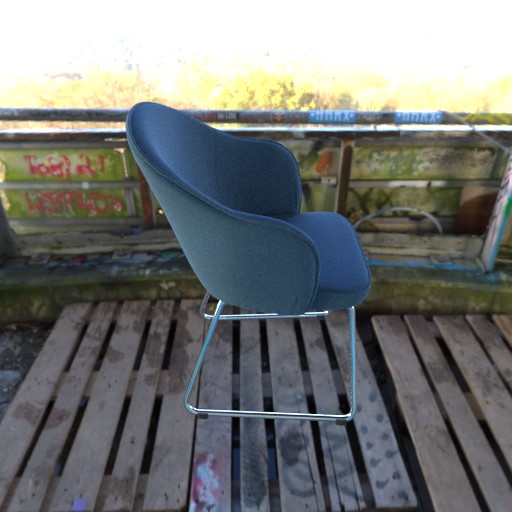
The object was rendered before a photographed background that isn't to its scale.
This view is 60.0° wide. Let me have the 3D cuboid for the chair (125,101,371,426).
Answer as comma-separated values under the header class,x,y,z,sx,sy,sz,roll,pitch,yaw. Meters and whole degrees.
class,x,y,z,sx,sy,sz,roll,pitch,yaw
chair,0.000,0.000,1.241,0.585,0.815,0.570,0,31,0
